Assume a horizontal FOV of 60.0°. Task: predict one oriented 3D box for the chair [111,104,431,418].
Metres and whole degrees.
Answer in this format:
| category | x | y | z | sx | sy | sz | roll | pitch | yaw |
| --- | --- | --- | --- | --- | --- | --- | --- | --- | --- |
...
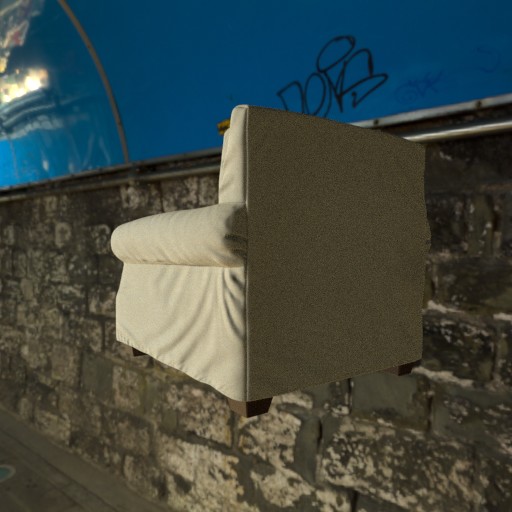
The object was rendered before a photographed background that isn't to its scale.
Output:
| category | x | y | z | sx | sy | sz | roll | pitch | yaw |
| --- | --- | --- | --- | --- | --- | --- | --- | --- | --- |
| chair | 0.000 | 0.000 | 1.794 | 0.940 | 0.866 | 1.066 | -1 | 1 | -36 |
